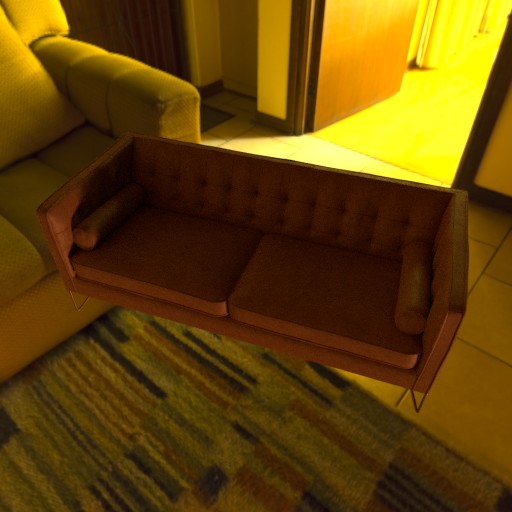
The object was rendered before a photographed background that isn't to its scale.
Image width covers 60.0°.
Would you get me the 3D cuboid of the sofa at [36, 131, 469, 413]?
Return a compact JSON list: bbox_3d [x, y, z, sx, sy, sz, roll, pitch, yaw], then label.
[{"bbox_3d":[0.000,0.000,2.527,2.079,0.798,0.912,13,43,14],"label":"sofa"}]
